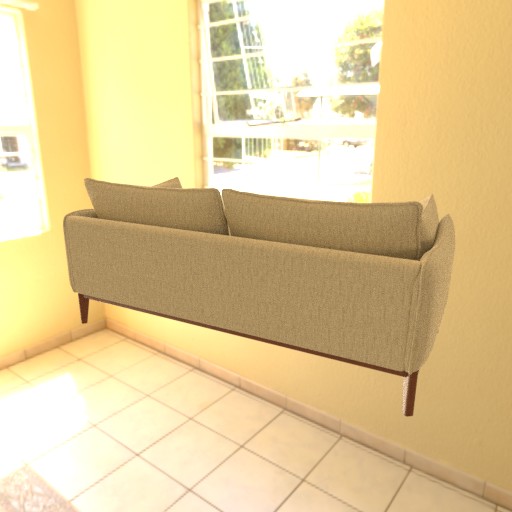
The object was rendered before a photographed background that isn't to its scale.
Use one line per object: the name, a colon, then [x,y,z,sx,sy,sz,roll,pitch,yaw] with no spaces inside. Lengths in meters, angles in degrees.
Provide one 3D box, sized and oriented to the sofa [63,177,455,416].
sofa: [0.000,0.000,2.477,1.989,0.860,0.991,9,19,27]
